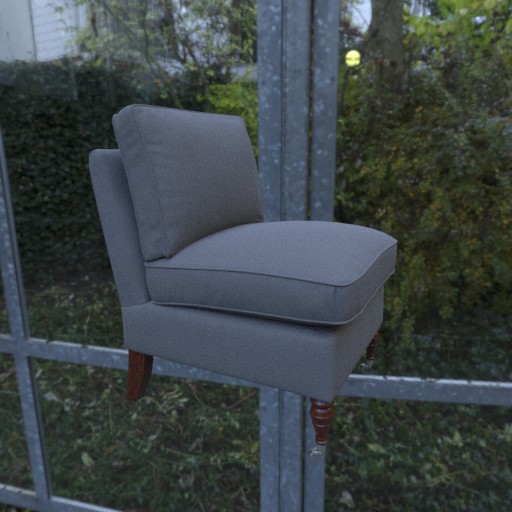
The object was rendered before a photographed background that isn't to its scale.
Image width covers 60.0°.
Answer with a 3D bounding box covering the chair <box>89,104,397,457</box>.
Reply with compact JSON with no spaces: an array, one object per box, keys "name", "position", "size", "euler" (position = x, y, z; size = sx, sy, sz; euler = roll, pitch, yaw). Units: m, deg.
[{"name":"chair","position":[0.000,0.000,1.649],"size":[0.924,1.045,0.724],"euler":[7,15,27]}]
